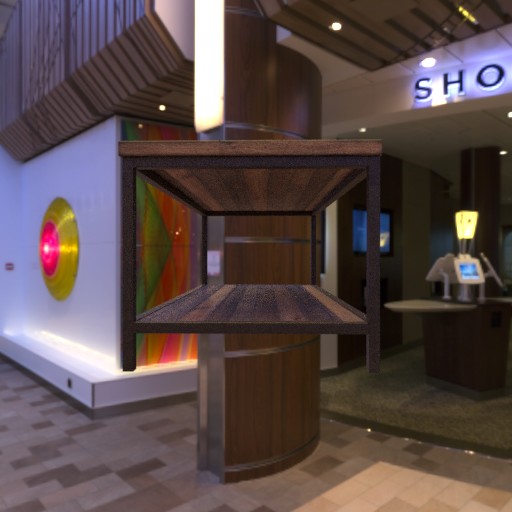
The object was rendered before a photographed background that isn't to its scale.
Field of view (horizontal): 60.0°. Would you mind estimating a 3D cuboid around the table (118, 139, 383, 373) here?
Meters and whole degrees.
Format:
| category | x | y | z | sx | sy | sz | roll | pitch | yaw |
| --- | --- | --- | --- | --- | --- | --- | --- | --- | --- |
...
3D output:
| category | x | y | z | sx | sy | sz | roll | pitch | yaw |
| --- | --- | --- | --- | --- | --- | --- | --- | --- | --- |
| table | 0.000 | 0.000 | 1.252 | 0.452 | 0.399 | 0.990 | 0 | 0 | 1 |
